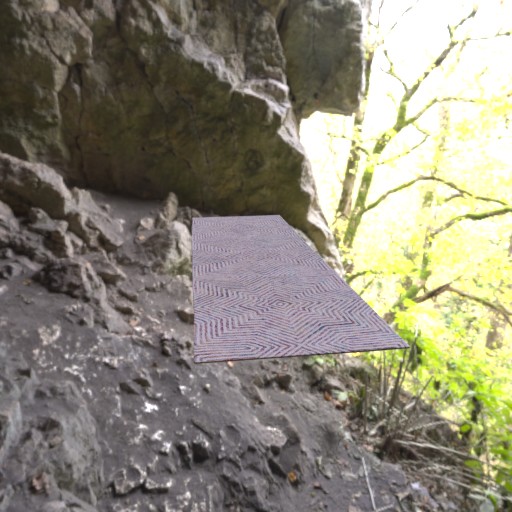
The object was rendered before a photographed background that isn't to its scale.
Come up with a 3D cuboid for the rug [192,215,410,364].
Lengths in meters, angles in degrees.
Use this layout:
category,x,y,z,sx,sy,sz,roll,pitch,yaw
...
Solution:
category,x,y,z,sx,sy,sz,roll,pitch,yaw
rug,0.000,0.000,2.684,0.771,0.009,2.443,-2,17,-8
